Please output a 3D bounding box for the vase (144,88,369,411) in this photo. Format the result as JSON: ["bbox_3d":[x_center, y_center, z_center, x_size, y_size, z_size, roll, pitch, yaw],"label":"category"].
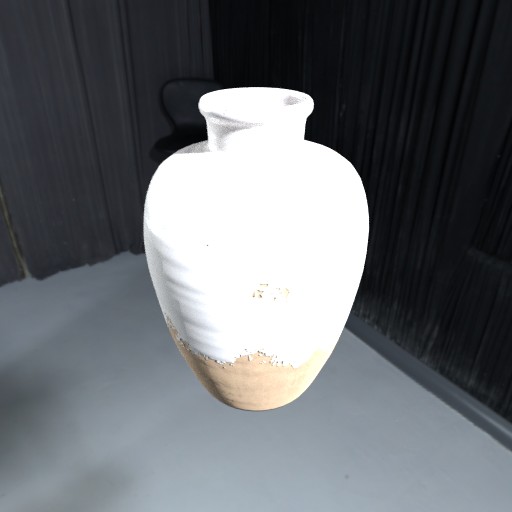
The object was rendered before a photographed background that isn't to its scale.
[{"bbox_3d":[0.000,0.000,0.332,0.158,0.228,0.158,0,30,0],"label":"vase"}]
